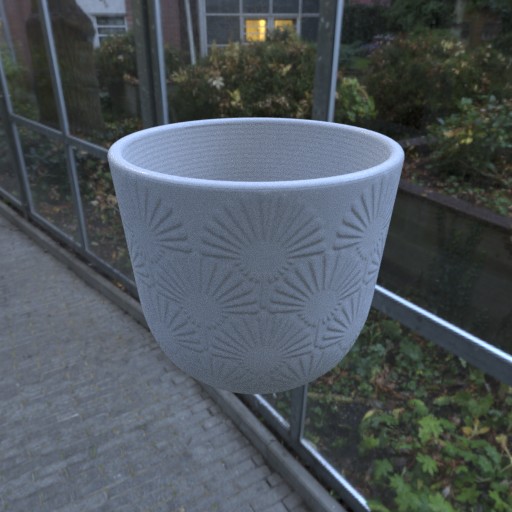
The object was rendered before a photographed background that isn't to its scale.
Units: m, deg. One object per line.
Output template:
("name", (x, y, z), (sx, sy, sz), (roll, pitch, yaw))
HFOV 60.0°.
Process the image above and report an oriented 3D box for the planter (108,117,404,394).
("planter", (0.000, 0.000, 0.297), (0.170, 0.152, 0.170), (0, 27, 0))
